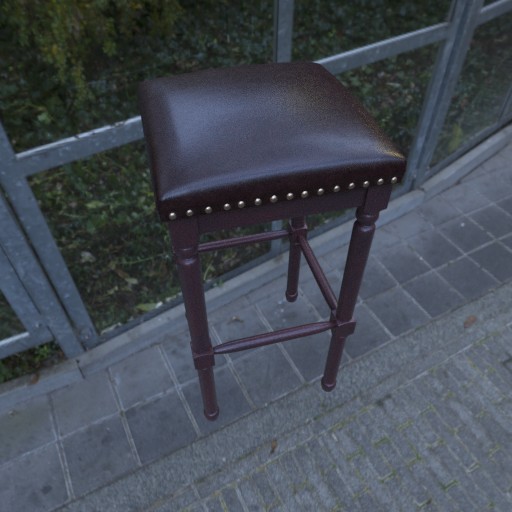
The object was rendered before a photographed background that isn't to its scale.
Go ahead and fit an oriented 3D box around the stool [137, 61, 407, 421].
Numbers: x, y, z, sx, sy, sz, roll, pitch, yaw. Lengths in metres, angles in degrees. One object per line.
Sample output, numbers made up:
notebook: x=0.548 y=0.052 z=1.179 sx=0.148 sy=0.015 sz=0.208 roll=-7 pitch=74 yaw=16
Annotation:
stool: x=0.000 y=0.000 z=0.996 sx=0.382 sy=0.768 sz=0.383 roll=-11 pitch=46 yaw=-10
